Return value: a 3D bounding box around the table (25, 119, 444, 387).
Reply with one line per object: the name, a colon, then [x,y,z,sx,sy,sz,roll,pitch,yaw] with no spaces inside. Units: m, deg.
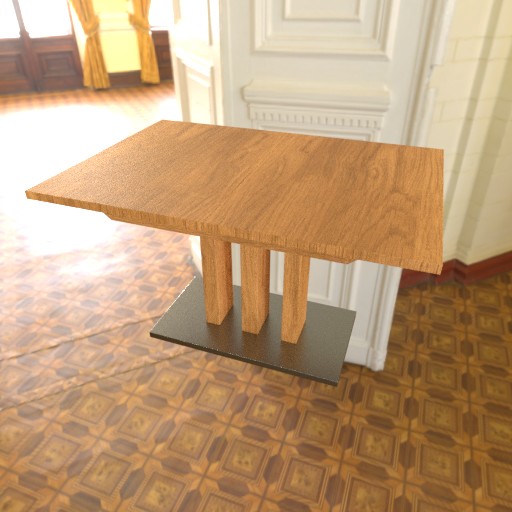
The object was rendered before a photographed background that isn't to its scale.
table: [0.000,0.000,1.839,1.300,0.770,0.900,11,34,17]
